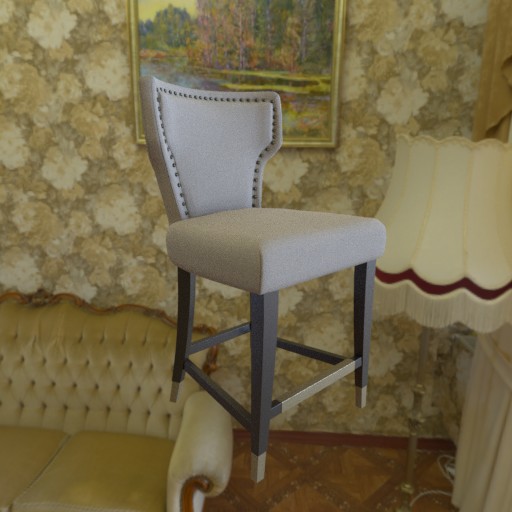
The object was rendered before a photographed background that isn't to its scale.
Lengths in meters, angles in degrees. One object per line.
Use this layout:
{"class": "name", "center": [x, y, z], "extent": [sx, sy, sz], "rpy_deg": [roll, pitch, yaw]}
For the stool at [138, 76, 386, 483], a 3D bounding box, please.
{"class": "stool", "center": [0.000, 0.000, 1.311], "extent": [0.527, 0.982, 0.563], "rpy_deg": [-13, 19, -43]}
